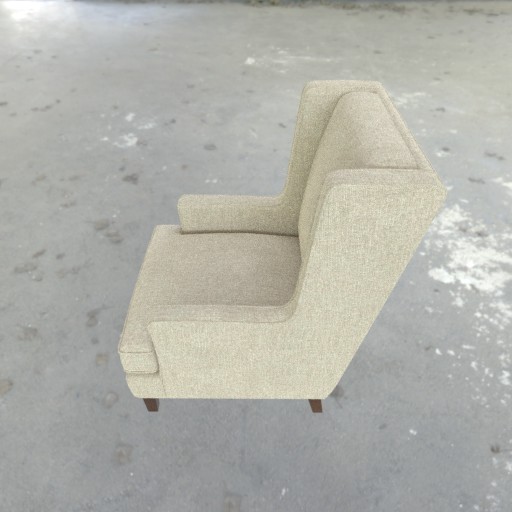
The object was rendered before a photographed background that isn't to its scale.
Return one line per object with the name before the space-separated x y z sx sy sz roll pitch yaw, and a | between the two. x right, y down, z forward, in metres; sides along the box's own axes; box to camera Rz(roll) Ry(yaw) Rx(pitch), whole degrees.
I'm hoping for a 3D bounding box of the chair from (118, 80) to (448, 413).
chair | 0.000 0.000 1.699 0.948 1.082 0.764 0 40 0
